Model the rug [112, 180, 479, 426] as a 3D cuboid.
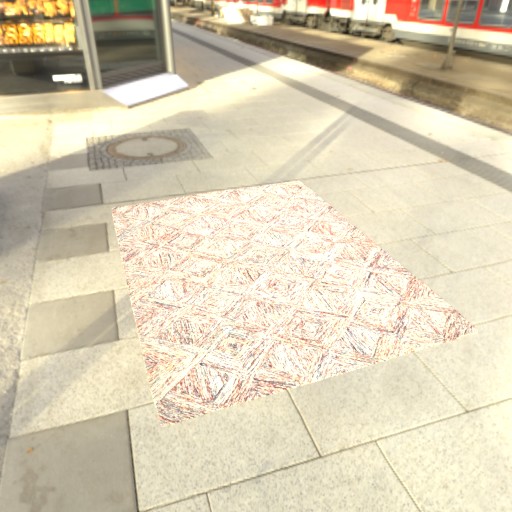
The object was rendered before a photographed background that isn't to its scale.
[{"bbox_3d":[0.000,0.000,4.271,2.436,0.024,3.226,-11,33,-17],"label":"rug"}]
